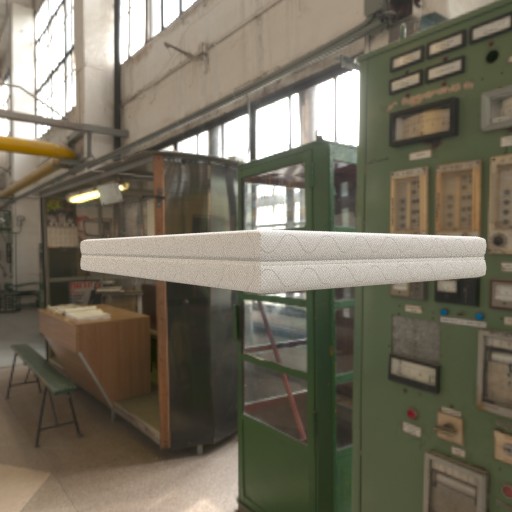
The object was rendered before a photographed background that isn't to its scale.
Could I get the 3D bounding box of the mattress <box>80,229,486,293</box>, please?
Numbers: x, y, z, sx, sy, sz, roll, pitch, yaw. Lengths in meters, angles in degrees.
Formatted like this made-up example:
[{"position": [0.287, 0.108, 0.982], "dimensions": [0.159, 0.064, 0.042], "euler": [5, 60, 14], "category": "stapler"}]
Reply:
[{"position": [0.000, 0.000, 2.506], "dimensions": [1.400, 0.200, 1.900], "euler": [-1, 1, -37], "category": "mattress"}]
